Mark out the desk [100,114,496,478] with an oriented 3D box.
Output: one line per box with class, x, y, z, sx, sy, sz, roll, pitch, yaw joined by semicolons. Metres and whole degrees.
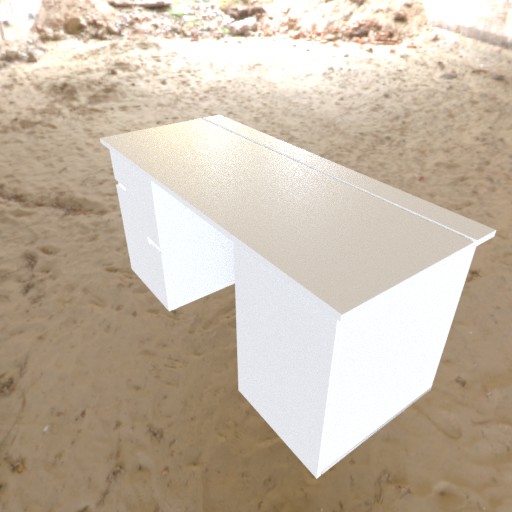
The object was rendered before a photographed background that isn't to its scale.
desk;0.000;0.000;1.934;0.670;0.760;1.580;-22;39;-30
